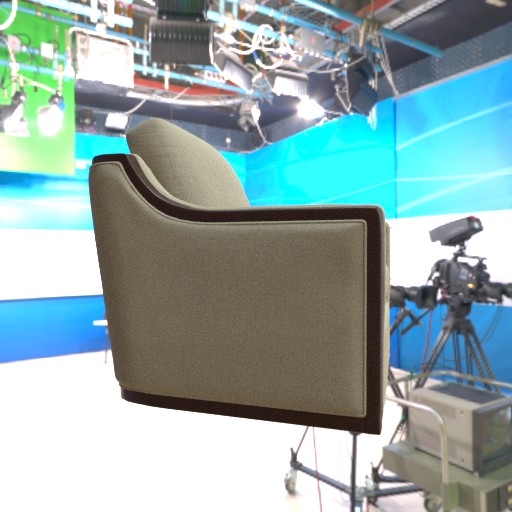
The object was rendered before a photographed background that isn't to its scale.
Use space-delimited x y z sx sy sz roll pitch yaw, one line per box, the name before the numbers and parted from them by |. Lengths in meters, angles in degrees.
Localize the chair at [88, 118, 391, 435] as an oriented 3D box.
chair | 0.000 0.000 1.654 0.950 0.930 0.870 0 1 18
